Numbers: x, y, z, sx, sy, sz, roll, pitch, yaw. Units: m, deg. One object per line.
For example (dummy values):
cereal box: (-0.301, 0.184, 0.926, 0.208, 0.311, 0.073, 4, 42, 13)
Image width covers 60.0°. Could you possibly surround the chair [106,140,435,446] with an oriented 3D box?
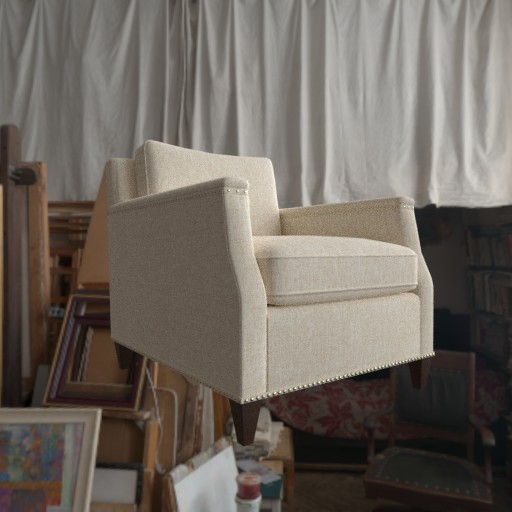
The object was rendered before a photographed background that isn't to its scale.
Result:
chair: (0.000, 0.000, 1.725, 0.838, 0.940, 1.041, -1, 1, -36)
